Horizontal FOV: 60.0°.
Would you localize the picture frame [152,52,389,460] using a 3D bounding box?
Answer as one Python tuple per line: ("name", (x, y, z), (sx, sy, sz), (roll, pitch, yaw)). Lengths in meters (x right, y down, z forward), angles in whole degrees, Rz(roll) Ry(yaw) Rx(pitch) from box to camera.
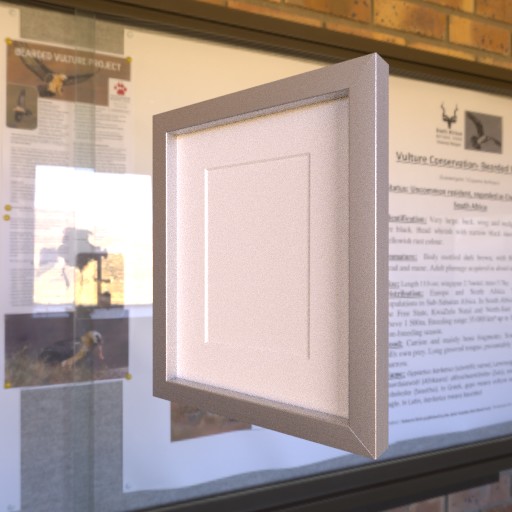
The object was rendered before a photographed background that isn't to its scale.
("picture frame", (0.000, 0.000, 0.390), (0.233, 0.282, 0.036), (0, 0, 37))
